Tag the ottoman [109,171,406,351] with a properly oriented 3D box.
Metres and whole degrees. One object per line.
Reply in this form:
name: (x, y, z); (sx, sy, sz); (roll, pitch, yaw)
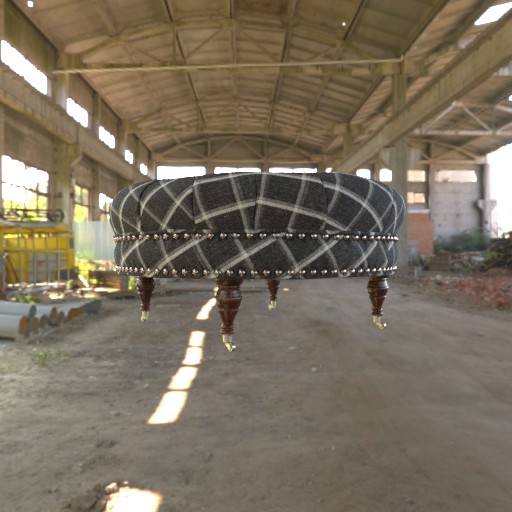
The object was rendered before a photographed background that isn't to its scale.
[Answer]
ottoman: (0.000, 0.000, 1.403); (0.901, 0.439, 0.901); (0, 0, 0)
